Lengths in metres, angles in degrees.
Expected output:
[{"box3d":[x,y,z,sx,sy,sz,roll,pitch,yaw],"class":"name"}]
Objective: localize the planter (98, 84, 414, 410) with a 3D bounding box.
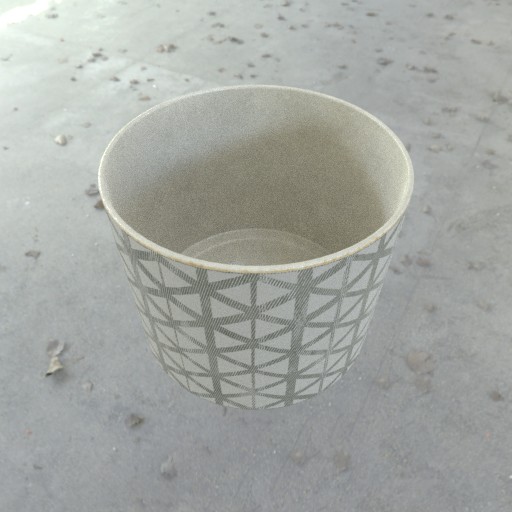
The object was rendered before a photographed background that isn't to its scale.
[{"box3d":[0.000,0.000,0.446,0.250,0.239,0.250,0,47,0],"class":"planter"}]
